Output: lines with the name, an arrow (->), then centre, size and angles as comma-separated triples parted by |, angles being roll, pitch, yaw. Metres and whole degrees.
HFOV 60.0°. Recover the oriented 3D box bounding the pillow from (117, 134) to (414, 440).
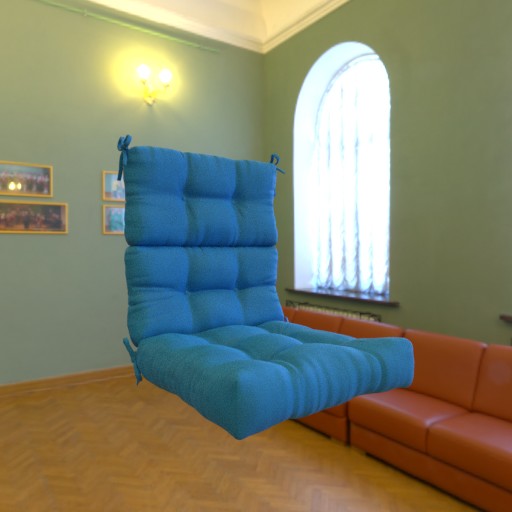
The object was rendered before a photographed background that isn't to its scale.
pillow -> 0.000, 0.000, 1.047 | 0.519, 0.605, 0.571 | -1, 1, -36
